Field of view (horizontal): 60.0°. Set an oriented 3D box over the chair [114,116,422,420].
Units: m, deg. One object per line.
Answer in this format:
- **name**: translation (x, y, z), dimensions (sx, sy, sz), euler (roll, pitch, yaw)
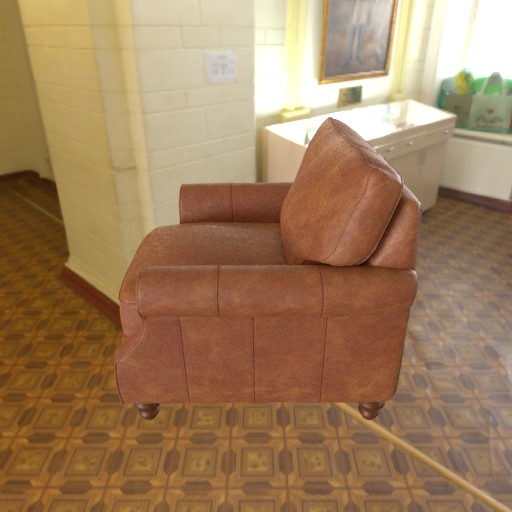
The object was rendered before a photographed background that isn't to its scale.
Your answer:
- **chair**: translation (0.000, 0.000, 1.729), dimensions (0.986, 0.962, 0.983), euler (0, 27, 0)
